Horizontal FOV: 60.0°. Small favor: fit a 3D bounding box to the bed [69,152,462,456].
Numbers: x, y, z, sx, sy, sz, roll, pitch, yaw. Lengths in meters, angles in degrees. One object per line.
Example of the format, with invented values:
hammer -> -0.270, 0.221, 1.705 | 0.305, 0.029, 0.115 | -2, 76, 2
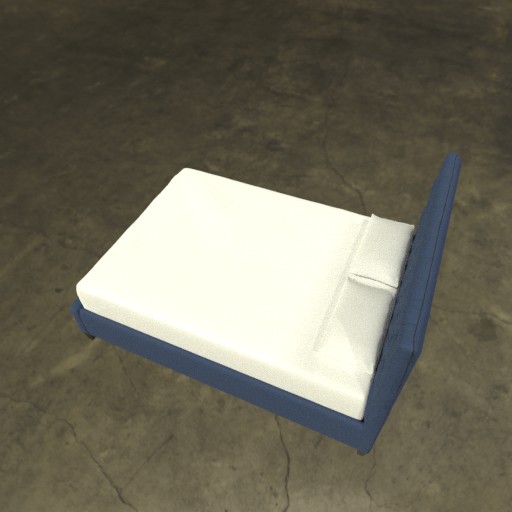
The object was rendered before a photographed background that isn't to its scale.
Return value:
bed -> 0.000, 0.000, 3.353 | 2.387, 1.427, 1.706 | 18, 50, 16
